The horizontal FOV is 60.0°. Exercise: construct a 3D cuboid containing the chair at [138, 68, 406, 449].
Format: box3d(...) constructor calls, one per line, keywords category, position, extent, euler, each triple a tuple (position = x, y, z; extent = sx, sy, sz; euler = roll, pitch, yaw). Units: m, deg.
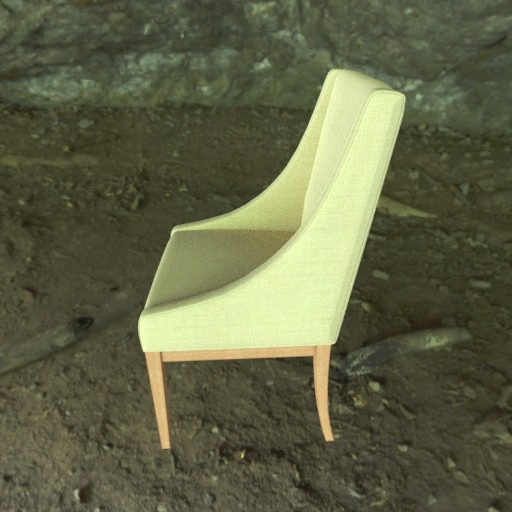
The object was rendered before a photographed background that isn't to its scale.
box3d(category="chair", position=(0.000, 0.000, 1.349), extent=(0.611, 1.021, 0.575), euler=(0, 27, -1))
